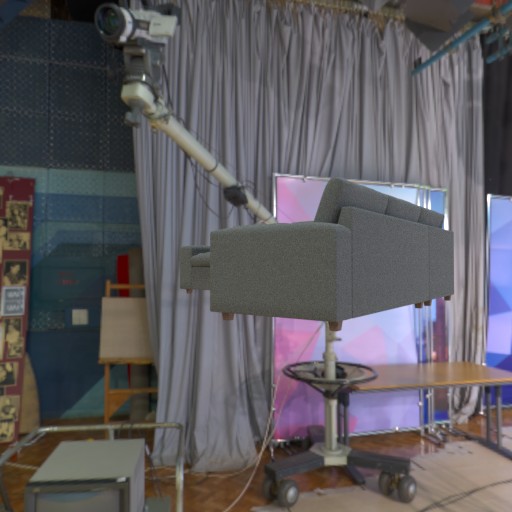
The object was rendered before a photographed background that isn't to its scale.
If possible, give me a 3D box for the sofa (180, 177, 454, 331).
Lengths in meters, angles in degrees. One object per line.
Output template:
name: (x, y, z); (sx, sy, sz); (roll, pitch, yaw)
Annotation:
sofa: (0.000, 0.000, 4.681); (3.277, 0.965, 2.895); (-1, -1, 36)
